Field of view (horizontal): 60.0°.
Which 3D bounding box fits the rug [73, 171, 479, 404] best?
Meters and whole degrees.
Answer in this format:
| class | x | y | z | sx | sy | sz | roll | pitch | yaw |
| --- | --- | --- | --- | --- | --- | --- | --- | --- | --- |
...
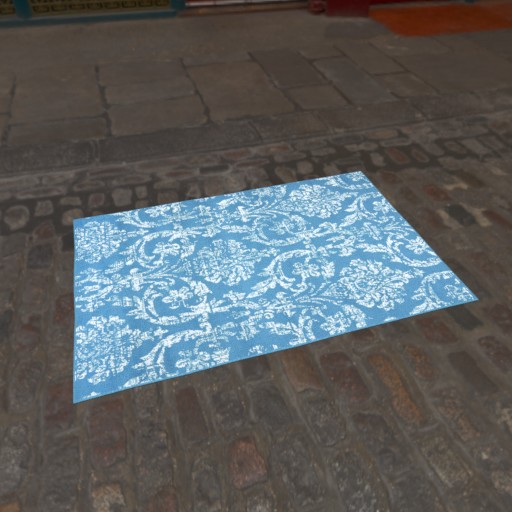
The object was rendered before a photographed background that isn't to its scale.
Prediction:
| class | x | y | z | sx | sy | sz | roll | pitch | yaw |
| --- | --- | --- | --- | --- | --- | --- | --- | --- | --- |
| rug | 0.000 | 0.000 | 2.326 | 1.833 | 0.012 | 1.211 | -12 | 43 | -13 |
